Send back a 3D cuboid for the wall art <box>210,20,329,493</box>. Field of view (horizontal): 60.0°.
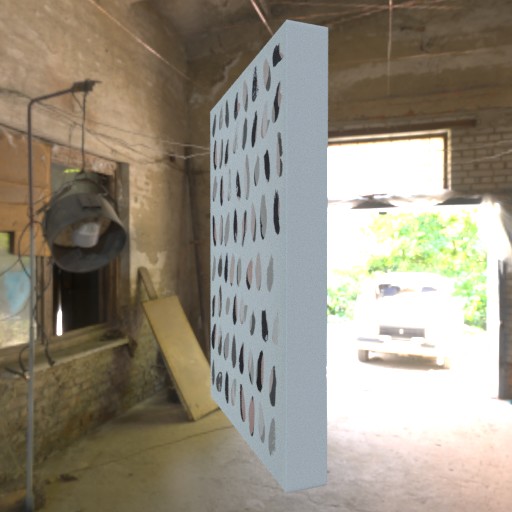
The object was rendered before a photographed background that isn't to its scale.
[{"bbox_3d":[0.000,0.000,0.482,0.039,0.381,0.252,0,1,-20],"label":"wall art"}]
